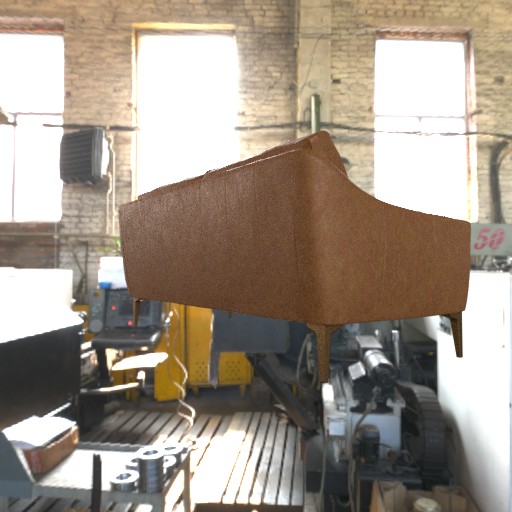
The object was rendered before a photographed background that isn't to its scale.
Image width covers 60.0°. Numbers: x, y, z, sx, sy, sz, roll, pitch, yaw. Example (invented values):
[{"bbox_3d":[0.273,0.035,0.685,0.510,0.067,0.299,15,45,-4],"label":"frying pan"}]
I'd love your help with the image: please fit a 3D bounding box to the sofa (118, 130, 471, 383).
[{"bbox_3d":[0.000,0.000,2.535,0.981,0.945,2.036,1,-2,-36],"label":"sofa"}]
